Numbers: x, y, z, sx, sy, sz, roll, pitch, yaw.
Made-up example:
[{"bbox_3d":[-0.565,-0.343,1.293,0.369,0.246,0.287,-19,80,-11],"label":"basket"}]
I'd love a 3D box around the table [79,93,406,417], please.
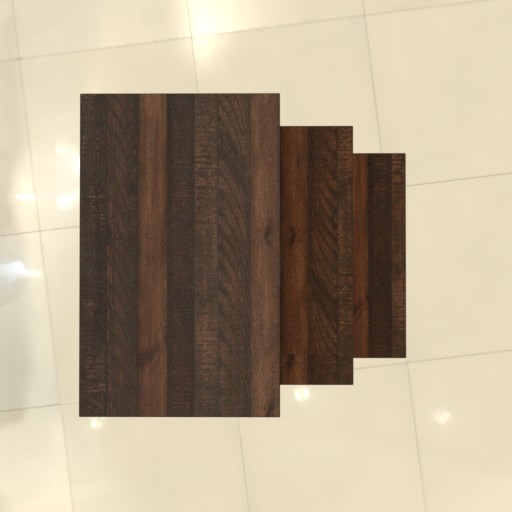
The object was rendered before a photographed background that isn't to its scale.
[{"bbox_3d":[0.000,0.000,1.138,0.660,0.616,0.608,0,90,0],"label":"table"}]
